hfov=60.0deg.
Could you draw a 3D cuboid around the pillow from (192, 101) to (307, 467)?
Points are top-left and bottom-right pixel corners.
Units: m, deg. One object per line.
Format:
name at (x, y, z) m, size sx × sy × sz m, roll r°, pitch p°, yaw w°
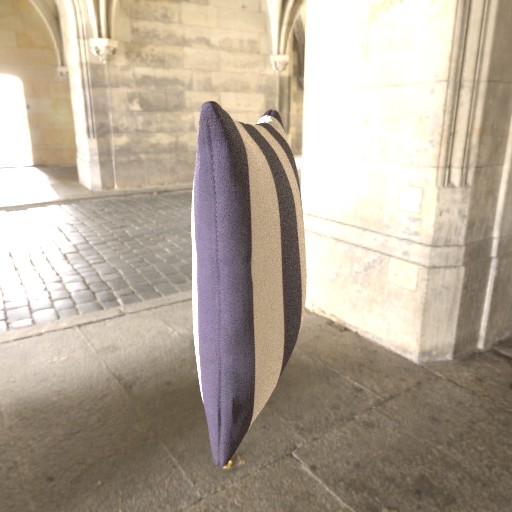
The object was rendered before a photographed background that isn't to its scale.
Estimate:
pillow at (0.000, 0.000, 0.820) m, size 0.189 × 0.526 × 0.536 m, roll 3°, pitch 17°, yaw 9°
